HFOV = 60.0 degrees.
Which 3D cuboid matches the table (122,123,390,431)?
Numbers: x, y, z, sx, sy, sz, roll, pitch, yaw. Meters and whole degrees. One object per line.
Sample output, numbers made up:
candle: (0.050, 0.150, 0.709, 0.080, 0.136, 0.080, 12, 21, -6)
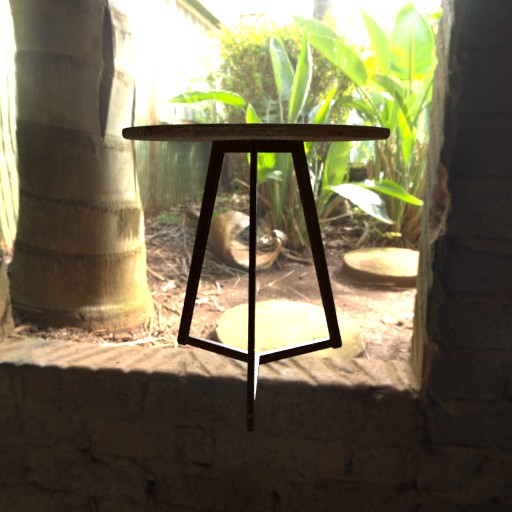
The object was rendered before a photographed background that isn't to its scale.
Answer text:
table: (0.000, 0.000, 0.917, 0.500, 0.500, 0.500, 0, 13, 0)
